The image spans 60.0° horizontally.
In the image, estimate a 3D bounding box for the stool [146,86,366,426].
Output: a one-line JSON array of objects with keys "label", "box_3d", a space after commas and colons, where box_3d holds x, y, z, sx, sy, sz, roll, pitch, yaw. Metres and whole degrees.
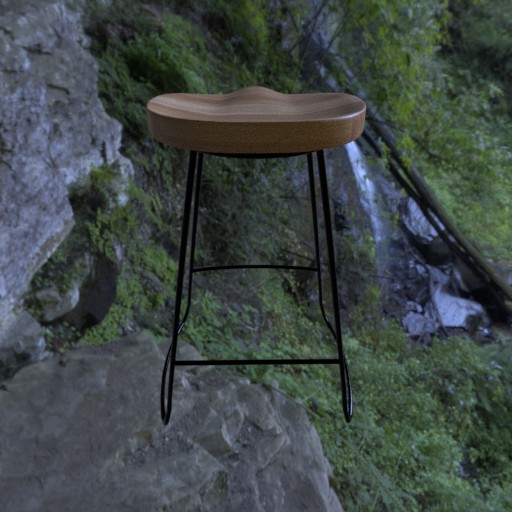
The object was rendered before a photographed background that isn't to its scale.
[{"label": "stool", "box_3d": [0.000, 0.000, 0.984, 0.480, 0.679, 0.401, 0, 31, -1]}]
